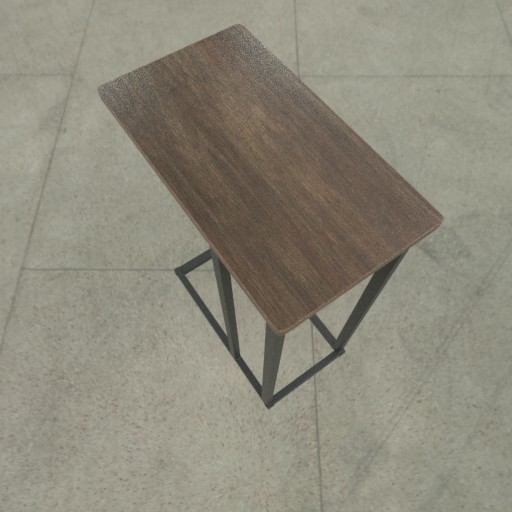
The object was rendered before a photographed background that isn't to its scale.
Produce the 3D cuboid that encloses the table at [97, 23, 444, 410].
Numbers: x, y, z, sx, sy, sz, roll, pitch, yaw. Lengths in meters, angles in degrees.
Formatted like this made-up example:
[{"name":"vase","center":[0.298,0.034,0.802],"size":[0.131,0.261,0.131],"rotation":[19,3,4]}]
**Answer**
[{"name":"table","center":[0.000,0.000,0.875],"size":[0.254,0.637,0.450],"rotation":[-32,67,-15]}]
